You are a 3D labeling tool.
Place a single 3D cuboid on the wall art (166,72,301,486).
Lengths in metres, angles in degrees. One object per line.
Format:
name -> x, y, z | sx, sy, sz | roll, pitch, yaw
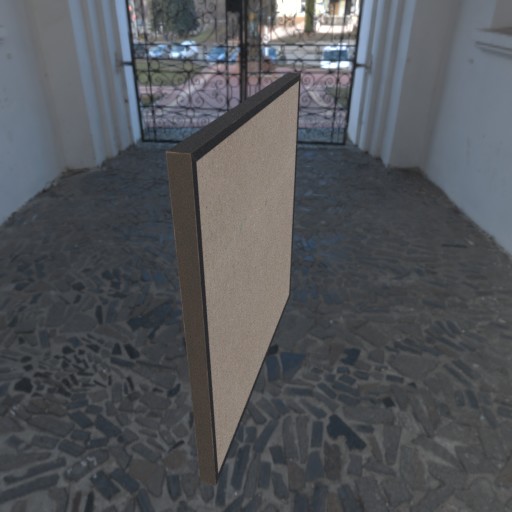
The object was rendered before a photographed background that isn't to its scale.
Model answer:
wall art -> 0.000, 0.000, 1.121 | 0.038, 0.762, 0.762 | 8, 32, 14
